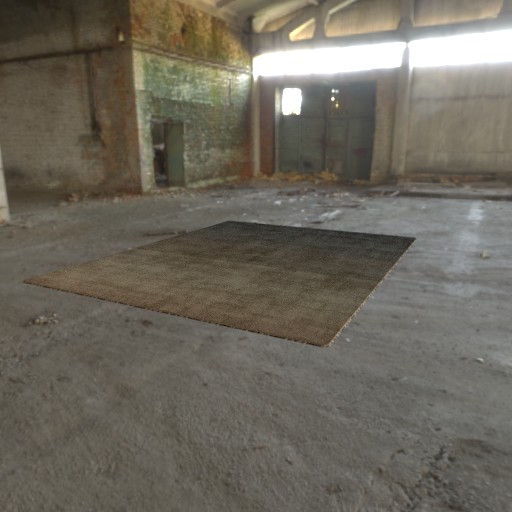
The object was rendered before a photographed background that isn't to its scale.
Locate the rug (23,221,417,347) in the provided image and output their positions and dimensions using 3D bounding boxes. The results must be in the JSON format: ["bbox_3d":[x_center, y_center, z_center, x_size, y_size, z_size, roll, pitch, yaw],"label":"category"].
[{"bbox_3d":[0.000,0.000,3.918,2.306,0.017,2.902,7,16,27],"label":"rug"}]
